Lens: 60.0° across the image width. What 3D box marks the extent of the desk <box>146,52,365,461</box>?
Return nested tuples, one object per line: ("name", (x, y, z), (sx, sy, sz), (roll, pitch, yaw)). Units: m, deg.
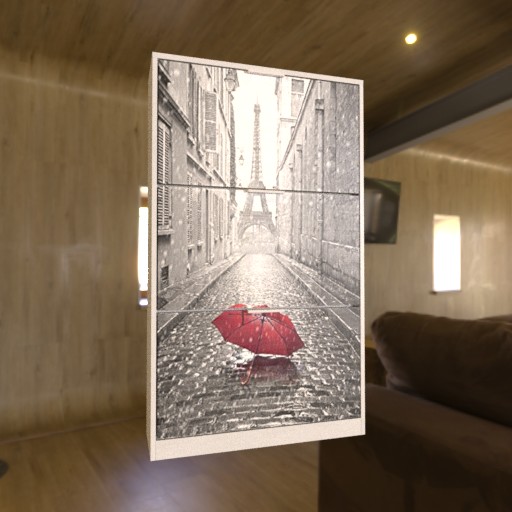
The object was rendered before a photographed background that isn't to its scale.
("desk", (0.000, 0.000, 1.600), (0.750, 1.280, 0.250), (0, -1, -17))
